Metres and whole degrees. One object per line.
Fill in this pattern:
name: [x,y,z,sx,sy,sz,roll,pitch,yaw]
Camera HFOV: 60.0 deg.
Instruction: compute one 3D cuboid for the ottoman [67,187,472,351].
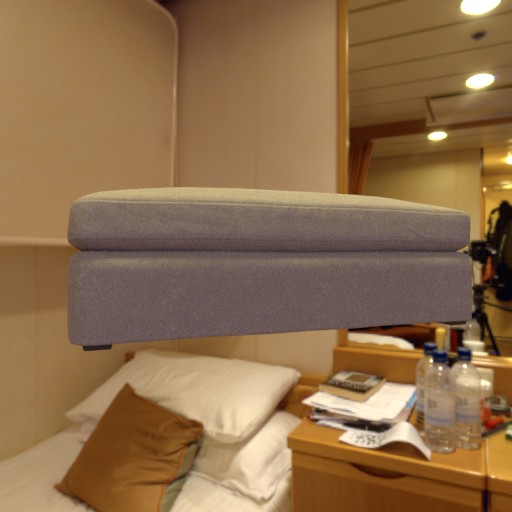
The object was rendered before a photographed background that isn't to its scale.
ottoman: [0.000,0.000,1.567,1.199,0.429,0.840,0,0,-20]
